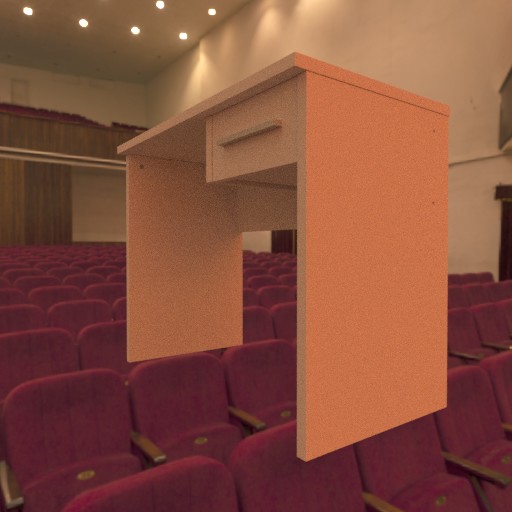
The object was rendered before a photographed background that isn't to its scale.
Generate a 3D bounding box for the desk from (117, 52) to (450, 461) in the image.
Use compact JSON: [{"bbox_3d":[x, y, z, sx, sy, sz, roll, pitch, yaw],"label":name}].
[{"bbox_3d":[0.000,0.000,1.287,0.498,0.729,0.900,-1,1,-37],"label":"desk"}]
